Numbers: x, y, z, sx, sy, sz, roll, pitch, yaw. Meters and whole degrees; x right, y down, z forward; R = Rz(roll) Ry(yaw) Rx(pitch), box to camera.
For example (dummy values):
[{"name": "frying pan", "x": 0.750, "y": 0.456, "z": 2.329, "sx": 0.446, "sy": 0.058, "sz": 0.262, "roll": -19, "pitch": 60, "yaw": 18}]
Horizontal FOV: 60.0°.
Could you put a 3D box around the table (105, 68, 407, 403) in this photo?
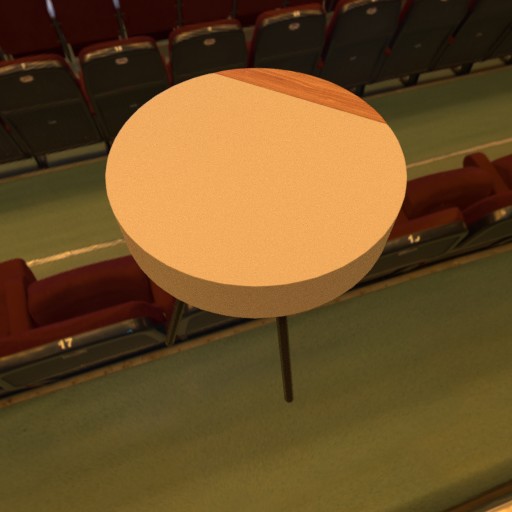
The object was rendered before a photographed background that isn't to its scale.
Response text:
[{"name": "table", "x": 0.000, "y": 0.000, "z": 0.866, "sx": 0.450, "sy": 0.525, "sz": 0.450, "roll": 0, "pitch": 56, "yaw": 0}]
